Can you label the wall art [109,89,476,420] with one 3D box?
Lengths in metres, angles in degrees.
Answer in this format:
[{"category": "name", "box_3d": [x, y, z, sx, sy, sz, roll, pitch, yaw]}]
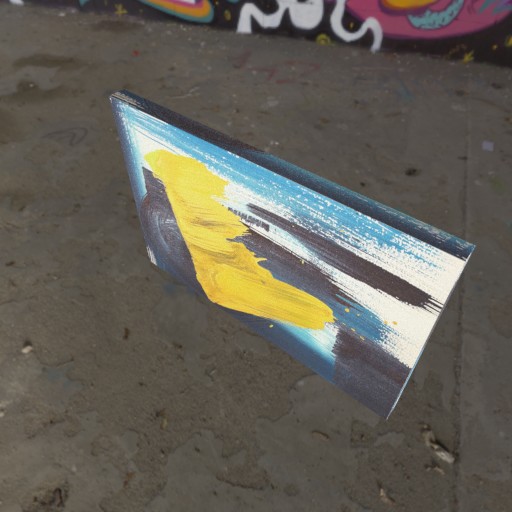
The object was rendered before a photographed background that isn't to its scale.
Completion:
[{"category": "wall art", "box_3d": [0.000, 0.000, 0.768, 0.609, 0.406, 0.033, 30, 53, 26]}]
